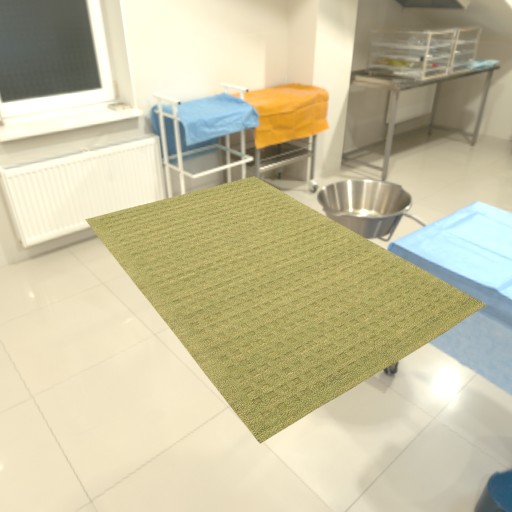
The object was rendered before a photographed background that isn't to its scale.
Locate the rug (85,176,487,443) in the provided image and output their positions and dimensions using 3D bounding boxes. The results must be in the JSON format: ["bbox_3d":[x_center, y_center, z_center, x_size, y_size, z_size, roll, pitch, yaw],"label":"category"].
[{"bbox_3d":[0.000,0.000,2.876,1.529,0.007,2.297,-20,37,-29],"label":"rug"}]
